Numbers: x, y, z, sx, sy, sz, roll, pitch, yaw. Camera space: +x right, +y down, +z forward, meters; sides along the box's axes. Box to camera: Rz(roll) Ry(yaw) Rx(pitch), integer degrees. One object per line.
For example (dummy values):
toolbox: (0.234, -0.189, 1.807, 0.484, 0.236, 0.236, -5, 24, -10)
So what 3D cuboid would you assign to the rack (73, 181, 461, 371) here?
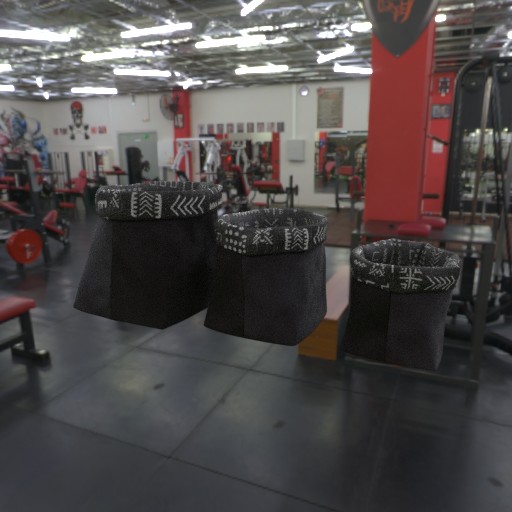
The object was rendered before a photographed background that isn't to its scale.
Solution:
rack: (0.000, 0.000, 1.079, 0.905, 0.323, 0.379, 7, 15, 26)
